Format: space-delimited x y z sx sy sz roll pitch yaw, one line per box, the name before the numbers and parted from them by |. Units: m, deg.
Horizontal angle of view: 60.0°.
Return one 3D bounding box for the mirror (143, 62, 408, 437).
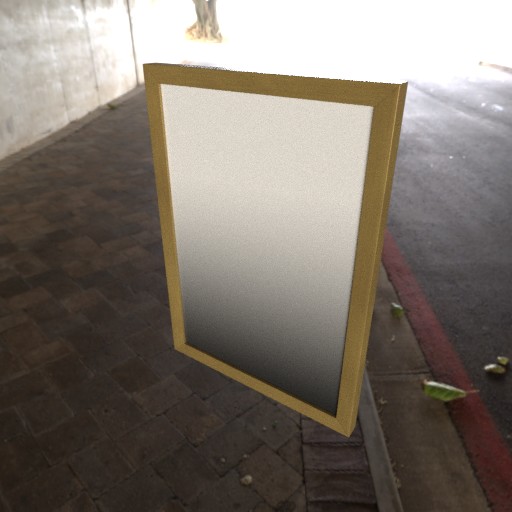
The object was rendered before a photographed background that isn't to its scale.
mirror | 0.000 0.000 0.917 0.507 0.710 0.040 18 33 30
